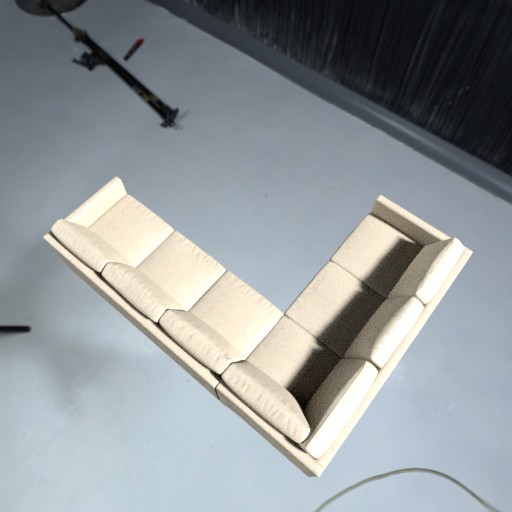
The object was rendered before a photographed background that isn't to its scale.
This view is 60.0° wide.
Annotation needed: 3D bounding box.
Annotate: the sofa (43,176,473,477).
[{"bbox_3d":[0.000,0.000,4.314,3.182,0.871,2.432,36,69,17],"label":"sofa"}]
